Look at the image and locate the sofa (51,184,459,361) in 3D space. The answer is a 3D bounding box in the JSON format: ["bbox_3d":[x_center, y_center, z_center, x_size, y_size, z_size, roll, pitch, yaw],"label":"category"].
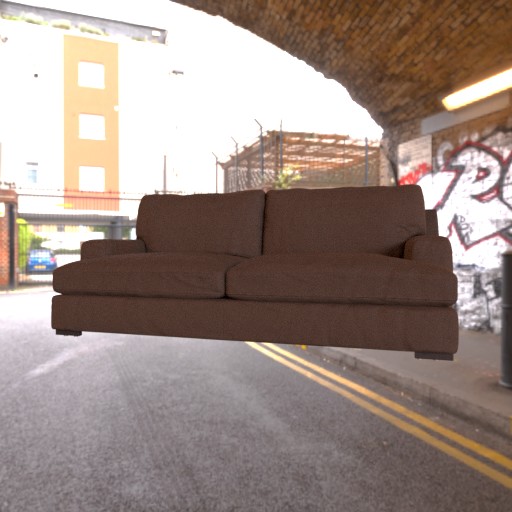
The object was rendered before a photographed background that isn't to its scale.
[{"bbox_3d":[0.000,0.000,2.828,2.274,0.950,1.140,0,0,17],"label":"sofa"}]
